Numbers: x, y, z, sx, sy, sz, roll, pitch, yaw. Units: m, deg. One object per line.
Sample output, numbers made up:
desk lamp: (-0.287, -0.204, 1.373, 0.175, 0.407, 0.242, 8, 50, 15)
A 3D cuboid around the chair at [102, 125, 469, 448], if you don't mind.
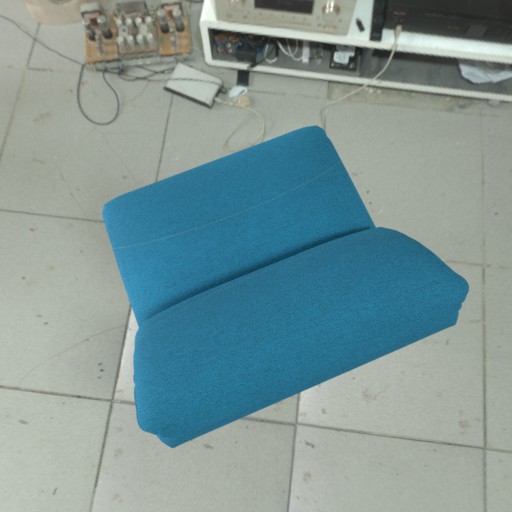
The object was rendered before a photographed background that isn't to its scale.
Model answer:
chair: (0.000, 0.000, 1.308, 0.820, 0.580, 0.780, -22, 76, -6)
